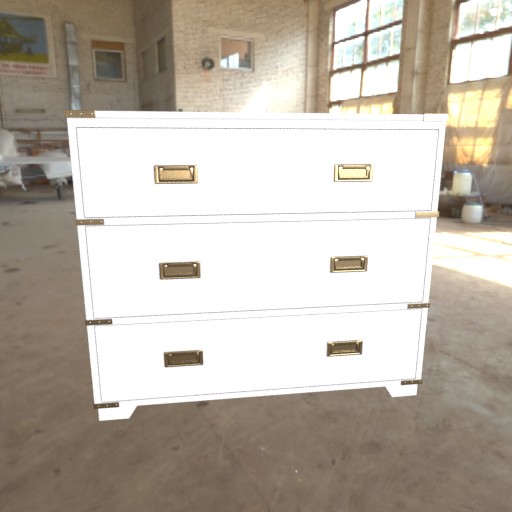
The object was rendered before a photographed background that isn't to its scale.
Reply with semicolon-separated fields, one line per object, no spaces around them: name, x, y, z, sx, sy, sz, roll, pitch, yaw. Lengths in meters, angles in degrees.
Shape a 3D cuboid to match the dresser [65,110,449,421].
dresser;0.000;0.000;1.492;1.022;0.891;0.460;-2;14;-8
